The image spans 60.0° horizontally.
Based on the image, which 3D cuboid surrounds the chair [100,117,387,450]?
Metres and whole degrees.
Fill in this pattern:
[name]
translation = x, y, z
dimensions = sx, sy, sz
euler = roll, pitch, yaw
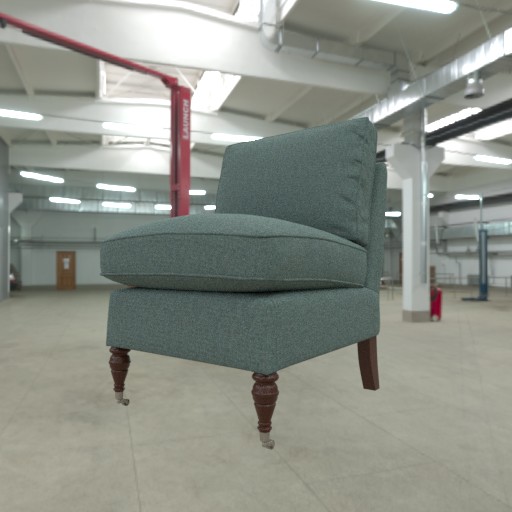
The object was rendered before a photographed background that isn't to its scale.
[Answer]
[chair]
translation = 0.000, 0.000, 1.426
dimensions = 0.624, 0.901, 0.796
euler = -1, -1, 36
